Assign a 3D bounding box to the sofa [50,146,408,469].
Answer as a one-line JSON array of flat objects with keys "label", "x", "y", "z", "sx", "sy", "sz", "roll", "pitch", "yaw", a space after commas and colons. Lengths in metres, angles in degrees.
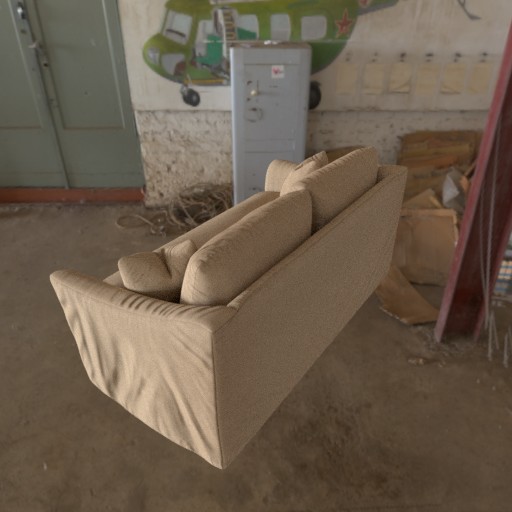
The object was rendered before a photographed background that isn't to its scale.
[{"label": "sofa", "x": 0.000, "y": 0.000, "z": 2.645, "sx": 1.072, "sy": 1.018, "sz": 2.010, "roll": 20, "pitch": 37, "yaw": 30}]
